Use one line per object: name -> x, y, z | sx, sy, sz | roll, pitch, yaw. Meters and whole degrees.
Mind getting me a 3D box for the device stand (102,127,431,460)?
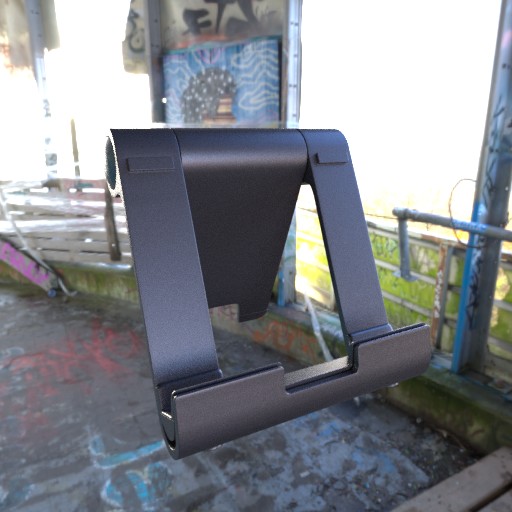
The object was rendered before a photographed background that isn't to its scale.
device stand -> 0.000, 0.000, 0.150 | 0.088, 0.084, 0.079 | -8, 18, -27
